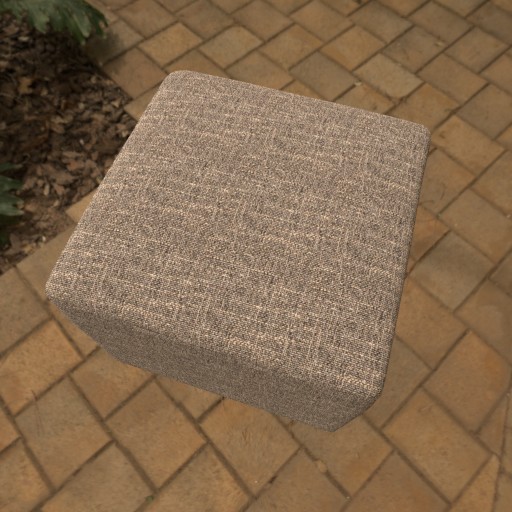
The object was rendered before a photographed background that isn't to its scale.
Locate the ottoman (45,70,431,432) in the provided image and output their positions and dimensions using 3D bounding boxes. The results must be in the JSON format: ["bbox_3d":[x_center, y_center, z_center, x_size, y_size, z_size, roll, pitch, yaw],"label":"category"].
[{"bbox_3d":[0.000,0.000,0.892,0.521,0.453,0.512,16,64,8],"label":"ottoman"}]
